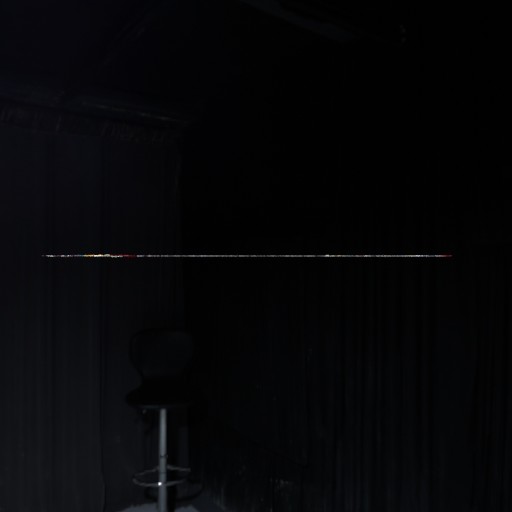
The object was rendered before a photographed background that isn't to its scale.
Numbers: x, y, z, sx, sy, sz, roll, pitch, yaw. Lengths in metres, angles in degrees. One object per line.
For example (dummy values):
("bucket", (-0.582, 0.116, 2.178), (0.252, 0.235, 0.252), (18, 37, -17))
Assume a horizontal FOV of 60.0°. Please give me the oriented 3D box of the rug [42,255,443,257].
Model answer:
("rug", (0.000, 0.000, 3.048), (2.465, 0.012, 1.465), (0, 0, -36))
